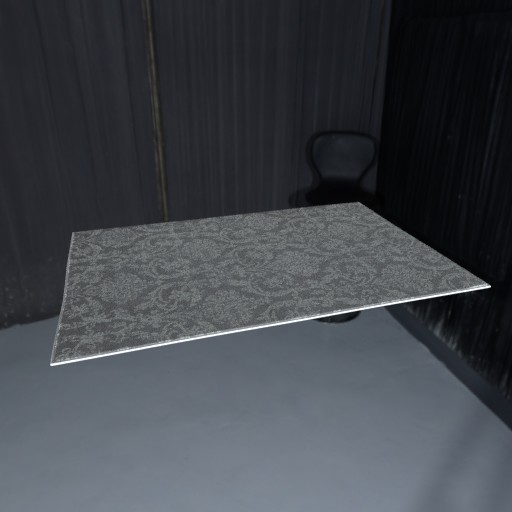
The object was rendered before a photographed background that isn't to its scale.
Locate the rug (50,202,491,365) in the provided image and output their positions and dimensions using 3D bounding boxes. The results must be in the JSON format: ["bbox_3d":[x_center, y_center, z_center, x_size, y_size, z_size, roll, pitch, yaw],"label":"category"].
[{"bbox_3d":[0.000,0.000,3.399,2.746,0.018,1.819,-8,27,-15],"label":"rug"}]
